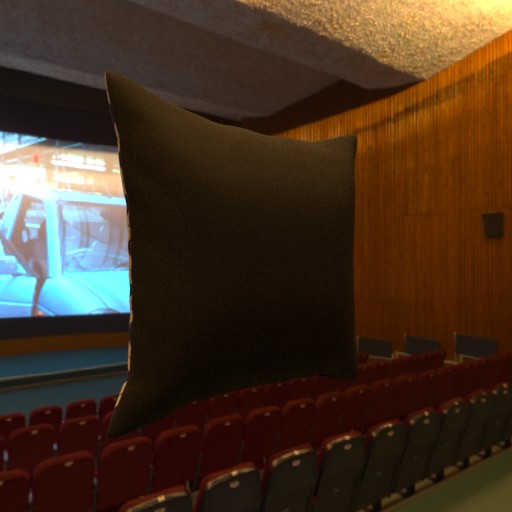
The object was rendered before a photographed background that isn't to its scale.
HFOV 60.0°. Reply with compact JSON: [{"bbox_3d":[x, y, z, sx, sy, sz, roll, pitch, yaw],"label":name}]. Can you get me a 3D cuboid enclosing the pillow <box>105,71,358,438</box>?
[{"bbox_3d":[0.000,0.000,0.742,0.504,0.494,0.188,0,-1,-37],"label":"pillow"}]
